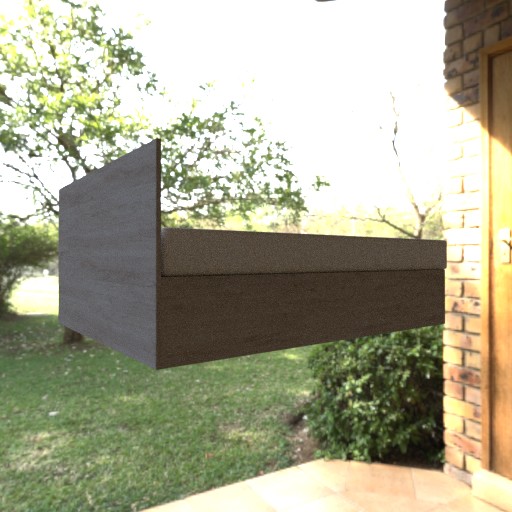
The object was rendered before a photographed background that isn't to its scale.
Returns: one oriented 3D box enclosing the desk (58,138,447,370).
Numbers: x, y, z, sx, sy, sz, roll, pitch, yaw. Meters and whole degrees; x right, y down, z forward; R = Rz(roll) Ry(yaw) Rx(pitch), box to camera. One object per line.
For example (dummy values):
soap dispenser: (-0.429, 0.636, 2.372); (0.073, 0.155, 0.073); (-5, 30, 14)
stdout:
desk: (0.000, 0.000, 2.655); (1.900, 0.800, 1.400); (0, 0, -37)
